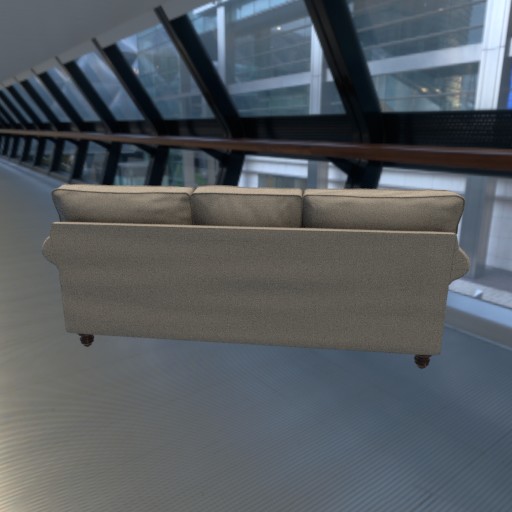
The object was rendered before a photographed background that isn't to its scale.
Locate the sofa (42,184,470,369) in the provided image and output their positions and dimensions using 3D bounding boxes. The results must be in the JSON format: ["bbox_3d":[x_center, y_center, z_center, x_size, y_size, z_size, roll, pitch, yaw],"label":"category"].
[{"bbox_3d":[0.000,0.000,2.642,2.118,0.889,0.998,2,15,8],"label":"sofa"}]
